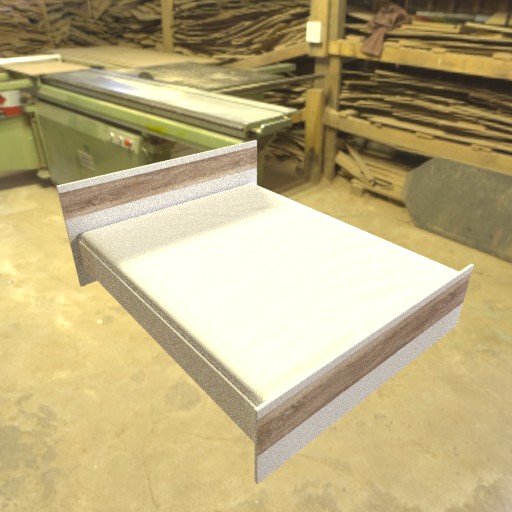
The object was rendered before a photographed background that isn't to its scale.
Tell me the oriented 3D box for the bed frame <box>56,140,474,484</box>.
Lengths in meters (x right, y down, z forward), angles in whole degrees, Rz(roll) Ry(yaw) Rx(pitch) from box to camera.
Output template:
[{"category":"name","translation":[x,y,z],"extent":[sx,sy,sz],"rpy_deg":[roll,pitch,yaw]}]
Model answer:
[{"category":"bed frame","translation":[0.000,0.000,2.926],"extent":[1.720,0.800,2.060],"rpy_deg":[-23,37,-34]}]
